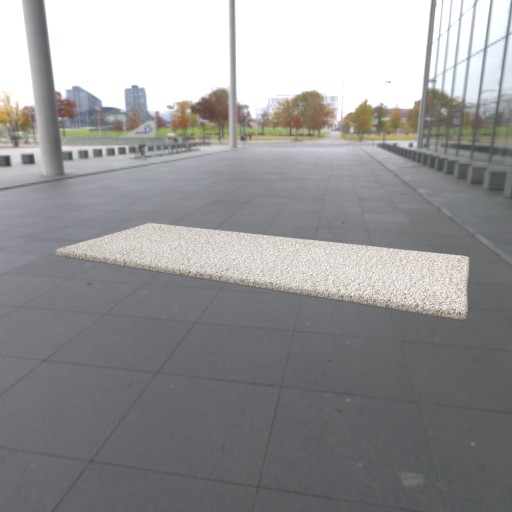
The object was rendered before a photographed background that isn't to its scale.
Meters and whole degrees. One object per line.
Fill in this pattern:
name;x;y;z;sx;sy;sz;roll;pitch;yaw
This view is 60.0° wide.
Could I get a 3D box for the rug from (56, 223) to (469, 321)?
rug;0.000;0.000;1.750;1.524;0.030;0.609;7;17;24
